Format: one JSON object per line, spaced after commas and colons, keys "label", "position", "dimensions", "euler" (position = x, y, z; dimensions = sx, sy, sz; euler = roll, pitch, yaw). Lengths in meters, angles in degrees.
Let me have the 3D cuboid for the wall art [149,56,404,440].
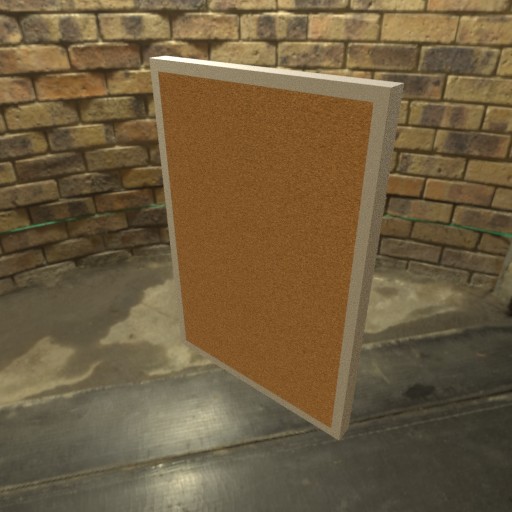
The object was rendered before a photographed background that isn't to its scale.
{"label": "wall art", "position": [0.000, 0.000, 0.836], "dimensions": [0.450, 0.657, 0.038], "euler": [22, 37, 33]}
